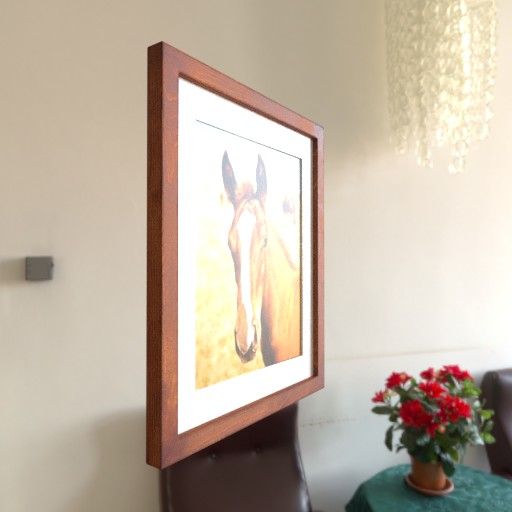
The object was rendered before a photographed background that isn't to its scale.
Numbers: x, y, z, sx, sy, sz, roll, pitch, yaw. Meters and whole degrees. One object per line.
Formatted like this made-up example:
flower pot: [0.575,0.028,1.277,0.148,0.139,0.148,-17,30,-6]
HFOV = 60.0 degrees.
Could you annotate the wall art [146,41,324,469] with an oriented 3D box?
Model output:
wall art: [0.000,0.000,0.771,0.030,0.558,0.462,-1,-1,36]
